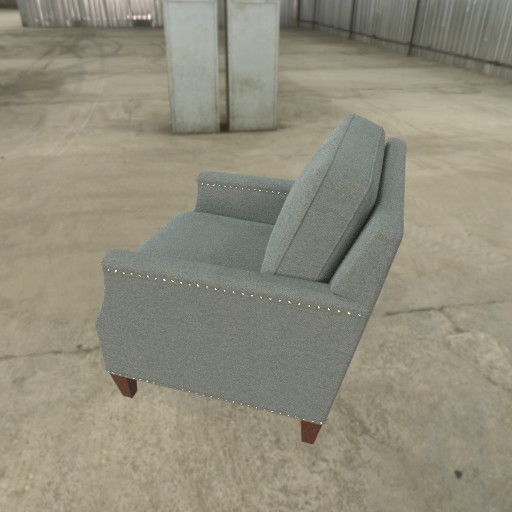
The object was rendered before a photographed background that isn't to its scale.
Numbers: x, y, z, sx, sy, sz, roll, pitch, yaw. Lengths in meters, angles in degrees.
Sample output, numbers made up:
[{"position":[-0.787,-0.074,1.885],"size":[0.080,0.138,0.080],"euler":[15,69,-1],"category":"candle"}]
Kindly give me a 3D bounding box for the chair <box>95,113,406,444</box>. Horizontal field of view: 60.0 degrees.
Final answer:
[{"position":[0.000,0.000,1.787],"size":[1.031,1.031,0.885],"euler":[9,32,14],"category":"chair"}]
